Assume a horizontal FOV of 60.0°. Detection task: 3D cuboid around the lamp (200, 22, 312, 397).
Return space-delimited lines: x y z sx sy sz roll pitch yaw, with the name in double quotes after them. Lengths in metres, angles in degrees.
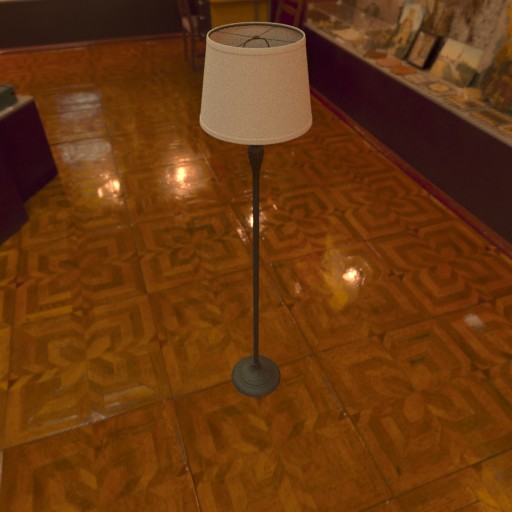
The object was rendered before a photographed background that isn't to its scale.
0.000 0.000 1.634 0.327 1.506 0.327 -12 42 -13 "lamp"
